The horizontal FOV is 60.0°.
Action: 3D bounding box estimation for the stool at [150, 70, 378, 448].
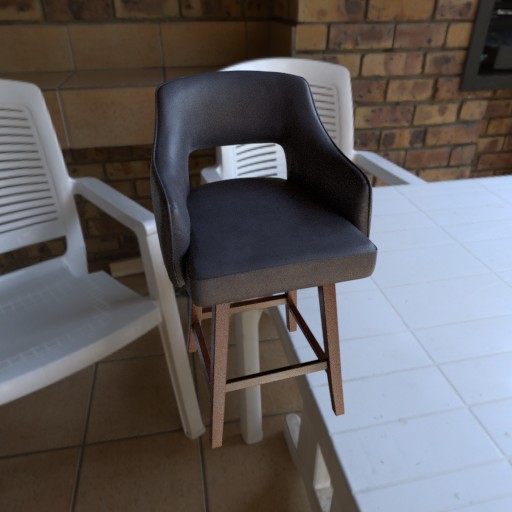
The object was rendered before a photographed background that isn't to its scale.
[{"bbox_3d":[0.000,0.000,1.298,0.550,0.936,0.560,-9,32,-14],"label":"stool"}]
